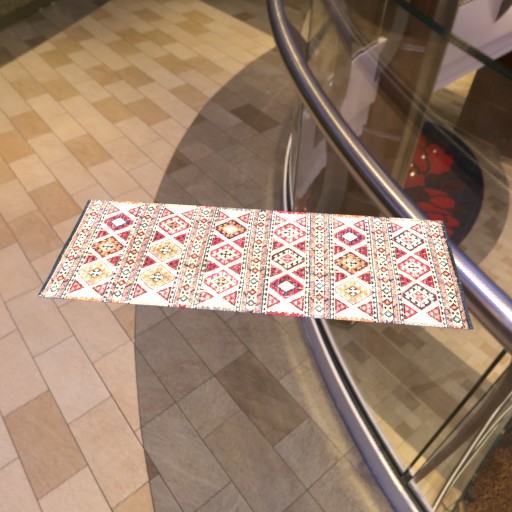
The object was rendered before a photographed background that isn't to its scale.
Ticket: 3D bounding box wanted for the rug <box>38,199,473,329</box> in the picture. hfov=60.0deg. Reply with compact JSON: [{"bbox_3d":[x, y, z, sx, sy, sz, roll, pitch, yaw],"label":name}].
[{"bbox_3d":[0.000,0.000,2.661,2.362,0.008,0.832,4,48,4],"label":"rug"}]
